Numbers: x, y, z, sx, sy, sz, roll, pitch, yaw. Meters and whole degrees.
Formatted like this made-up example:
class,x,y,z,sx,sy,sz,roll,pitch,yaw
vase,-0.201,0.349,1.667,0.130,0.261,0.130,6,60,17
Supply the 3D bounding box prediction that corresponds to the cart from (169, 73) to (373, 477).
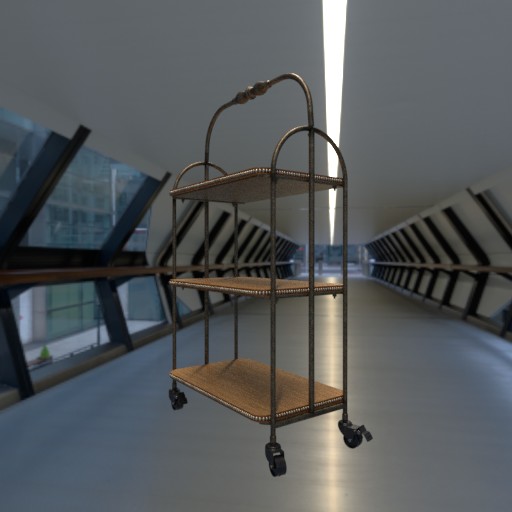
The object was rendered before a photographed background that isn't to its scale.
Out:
class,x,y,z,sx,sy,sz,roll,pitch,yaw
cart,0.000,0.000,1.360,0.330,1.052,0.650,0,0,-36
